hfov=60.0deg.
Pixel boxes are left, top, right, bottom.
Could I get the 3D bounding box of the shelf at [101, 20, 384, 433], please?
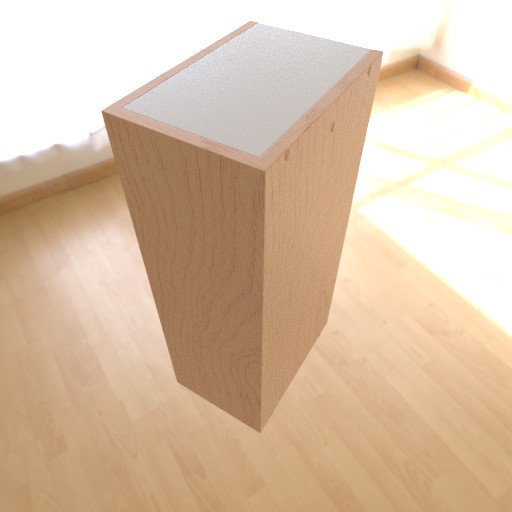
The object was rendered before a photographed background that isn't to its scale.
[{"bbox_3d":[0.000,0.000,0.726,0.200,0.600,0.290,24,52,21],"label":"shelf"}]
